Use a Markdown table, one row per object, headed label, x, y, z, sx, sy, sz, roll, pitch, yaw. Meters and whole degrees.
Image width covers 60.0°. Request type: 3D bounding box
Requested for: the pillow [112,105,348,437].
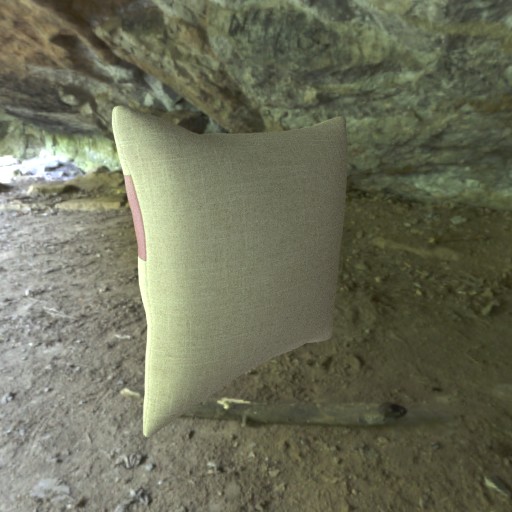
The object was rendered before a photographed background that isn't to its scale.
| label | x | y | z | sx | sy | sz | roll | pitch | yaw |
| --- | --- | --- | --- | --- | --- | --- | --- | --- | --- |
| pillow | 0.000 | 0.000 | 0.644 | 0.173 | 0.399 | 0.414 | 15 | 21 | 42 |
